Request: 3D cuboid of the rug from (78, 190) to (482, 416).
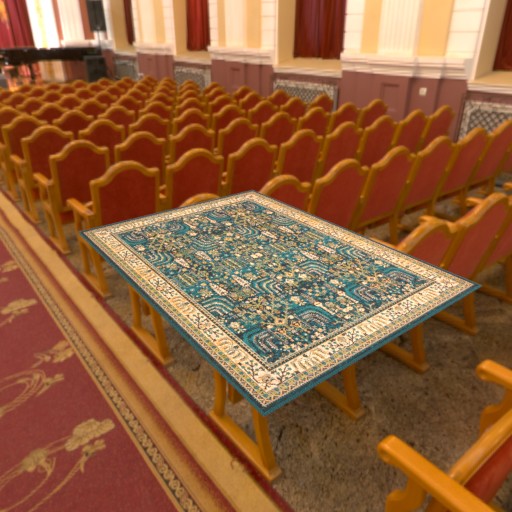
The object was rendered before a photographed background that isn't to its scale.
[{"bbox_3d":[0.000,0.000,4.018,2.226,0.015,3.044,-19,32,-33],"label":"rug"}]
